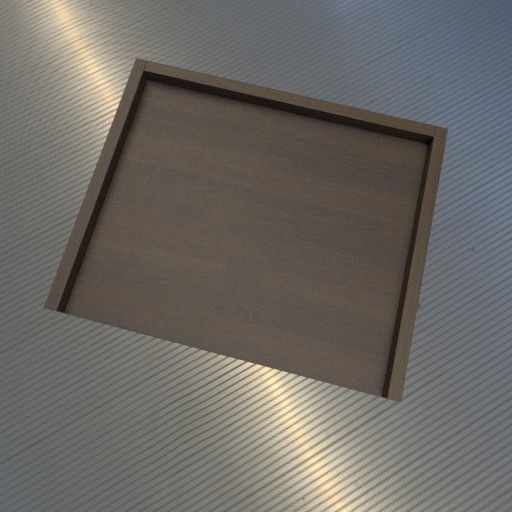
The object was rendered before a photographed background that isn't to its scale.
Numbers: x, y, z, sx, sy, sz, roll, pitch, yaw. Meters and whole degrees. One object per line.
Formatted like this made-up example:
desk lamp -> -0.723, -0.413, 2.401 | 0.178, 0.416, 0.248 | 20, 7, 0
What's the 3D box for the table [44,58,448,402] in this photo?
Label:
table -> 0.000, 0.000, 0.808 | 0.450, 0.470, 0.370 | 14, 77, 3
